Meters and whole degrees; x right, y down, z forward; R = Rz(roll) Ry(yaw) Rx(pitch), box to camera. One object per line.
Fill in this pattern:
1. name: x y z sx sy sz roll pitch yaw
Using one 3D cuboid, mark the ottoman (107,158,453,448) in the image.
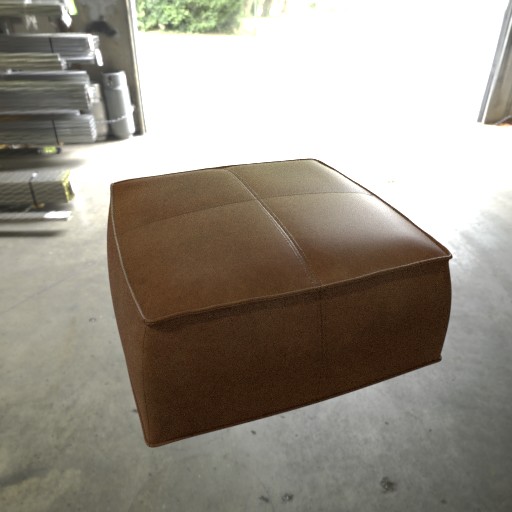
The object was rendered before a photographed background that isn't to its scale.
1. ottoman: 0.000 0.000 1.406 0.901 0.395 0.902 -11 33 -17
